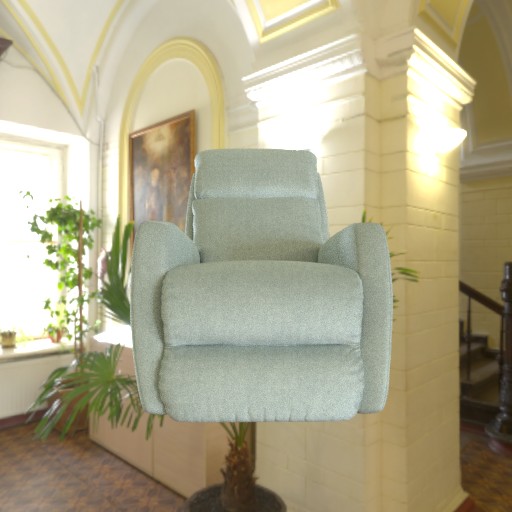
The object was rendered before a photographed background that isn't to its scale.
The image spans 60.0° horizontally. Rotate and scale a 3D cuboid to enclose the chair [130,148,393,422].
[{"bbox_3d":[0.000,0.000,1.717,0.812,1.013,0.940,0,-1,-1],"label":"chair"}]
